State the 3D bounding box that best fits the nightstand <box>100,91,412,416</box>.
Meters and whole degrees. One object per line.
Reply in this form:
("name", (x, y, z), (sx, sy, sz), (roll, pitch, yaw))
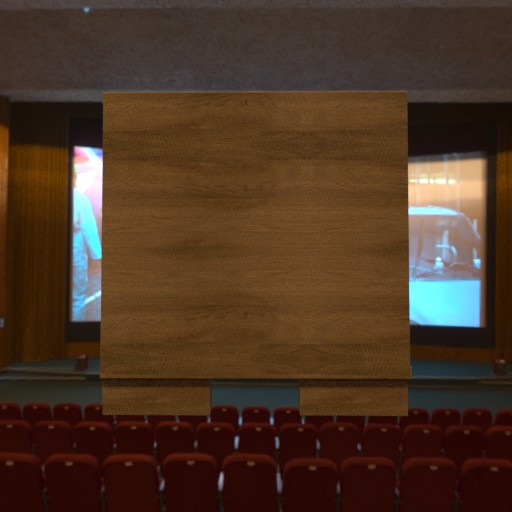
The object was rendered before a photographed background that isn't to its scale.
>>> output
("nightstand", (0.000, 0.000, 0.781), (0.427, 0.448, 0.347), (0, -2, 0))
